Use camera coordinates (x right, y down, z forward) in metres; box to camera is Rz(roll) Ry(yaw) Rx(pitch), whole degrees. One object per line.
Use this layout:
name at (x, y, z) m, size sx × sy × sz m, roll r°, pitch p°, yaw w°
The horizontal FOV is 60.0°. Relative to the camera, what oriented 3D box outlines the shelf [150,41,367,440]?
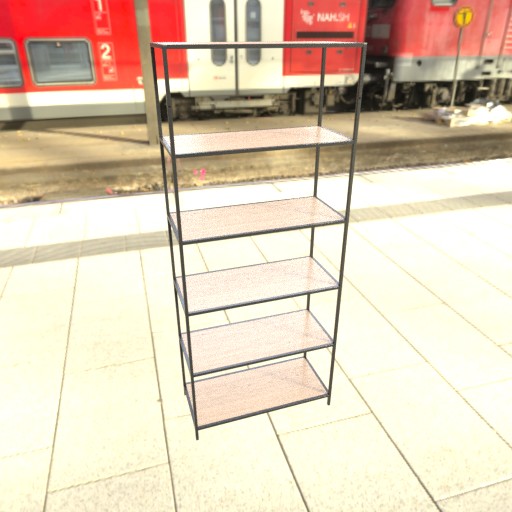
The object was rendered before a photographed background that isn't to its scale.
shelf at (0.000, 0.000, 2.133) m, size 0.770 × 1.850 × 0.350 m, roll -9°, pitch 28°, yaw -16°
